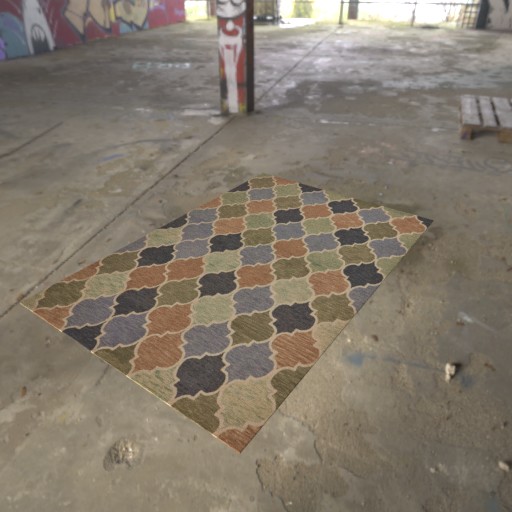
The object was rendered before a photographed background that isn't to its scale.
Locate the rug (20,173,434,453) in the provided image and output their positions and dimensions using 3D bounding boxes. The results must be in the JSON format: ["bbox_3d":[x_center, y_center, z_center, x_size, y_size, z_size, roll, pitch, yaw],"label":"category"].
[{"bbox_3d":[0.000,0.000,2.253,1.216,0.006,1.828,22,39,30],"label":"rug"}]
